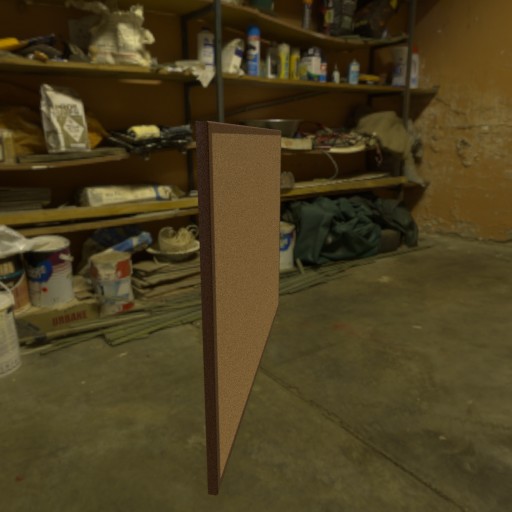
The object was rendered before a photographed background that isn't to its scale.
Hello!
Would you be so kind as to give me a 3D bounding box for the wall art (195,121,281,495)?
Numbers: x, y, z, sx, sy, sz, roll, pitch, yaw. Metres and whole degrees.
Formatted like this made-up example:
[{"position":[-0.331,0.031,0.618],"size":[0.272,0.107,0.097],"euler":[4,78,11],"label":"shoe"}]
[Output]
[{"position":[0.000,0.000,0.819],"size":[0.014,0.455,0.660],"euler":[3,15,9],"label":"wall art"}]
